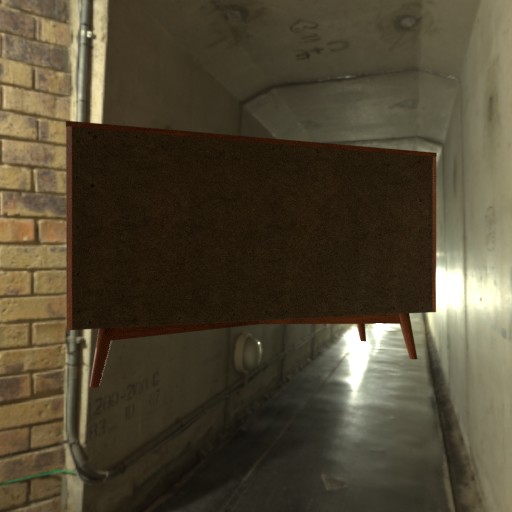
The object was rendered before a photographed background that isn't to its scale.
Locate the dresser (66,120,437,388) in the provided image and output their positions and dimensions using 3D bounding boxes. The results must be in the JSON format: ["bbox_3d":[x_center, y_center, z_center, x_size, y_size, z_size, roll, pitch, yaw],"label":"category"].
[{"bbox_3d":[0.000,0.000,1.917,1.472,0.889,0.500,0,0,-18],"label":"dresser"}]
